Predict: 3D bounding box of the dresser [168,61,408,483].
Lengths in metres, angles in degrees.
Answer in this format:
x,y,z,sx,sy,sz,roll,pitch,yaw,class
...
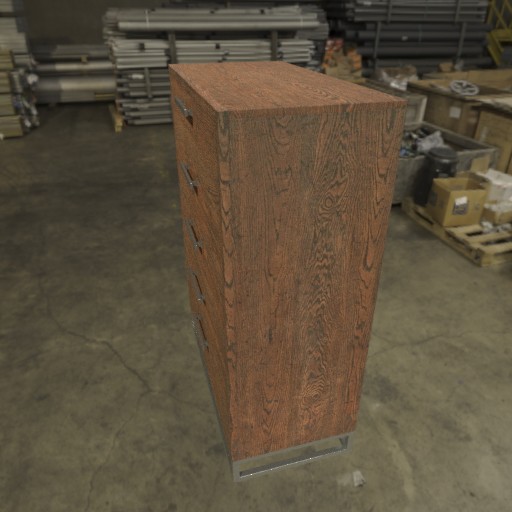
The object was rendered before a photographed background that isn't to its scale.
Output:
x,y,z,sx,sy,sz,roll,pitch,yaw,class
0.000,0.000,1.758,0.508,1.321,0.965,-8,30,-14,dresser
